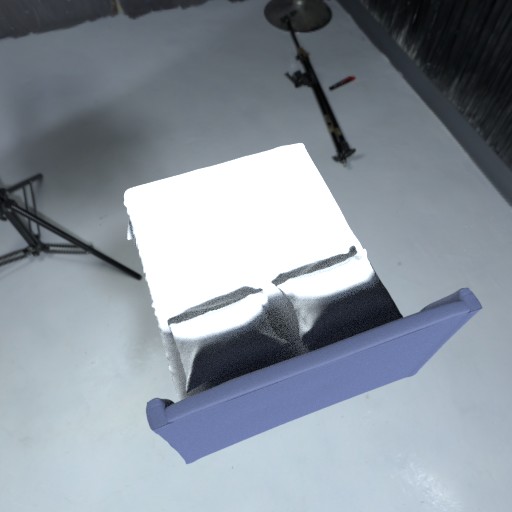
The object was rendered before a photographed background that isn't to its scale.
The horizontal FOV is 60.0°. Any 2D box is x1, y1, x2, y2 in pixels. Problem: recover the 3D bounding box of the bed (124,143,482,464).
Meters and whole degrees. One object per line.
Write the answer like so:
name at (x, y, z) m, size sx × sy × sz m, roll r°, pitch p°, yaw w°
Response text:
bed at (0.000, 0.000, 3.407) m, size 1.925 × 1.332 × 2.276 m, roll -17°, pitch 60°, yaw -10°
